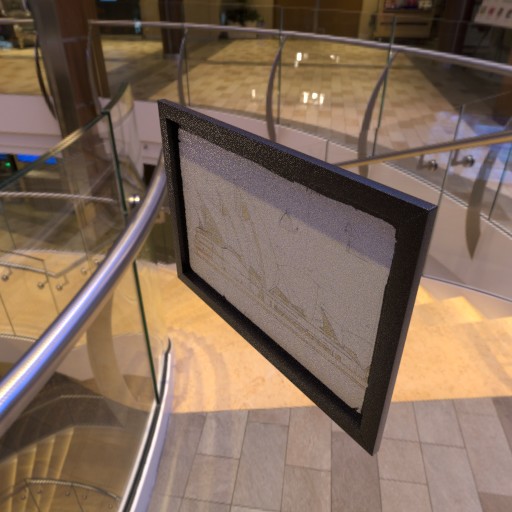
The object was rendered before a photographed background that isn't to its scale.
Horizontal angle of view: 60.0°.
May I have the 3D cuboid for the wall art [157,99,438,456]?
[{"bbox_3d":[0.000,0.000,0.564,0.013,0.306,0.440,-22,39,-31],"label":"wall art"}]
